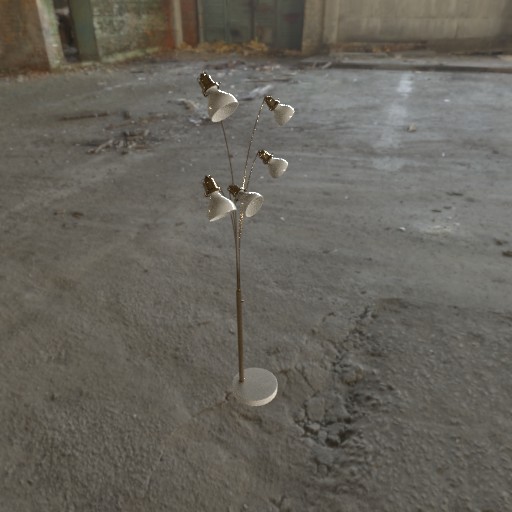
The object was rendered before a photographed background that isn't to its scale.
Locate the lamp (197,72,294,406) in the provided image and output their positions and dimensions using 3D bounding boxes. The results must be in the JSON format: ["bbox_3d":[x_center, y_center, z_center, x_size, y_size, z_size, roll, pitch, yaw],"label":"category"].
[{"bbox_3d":[0.000,0.000,3.007,0.361,2.423,1.405,9,31,16],"label":"lamp"}]
